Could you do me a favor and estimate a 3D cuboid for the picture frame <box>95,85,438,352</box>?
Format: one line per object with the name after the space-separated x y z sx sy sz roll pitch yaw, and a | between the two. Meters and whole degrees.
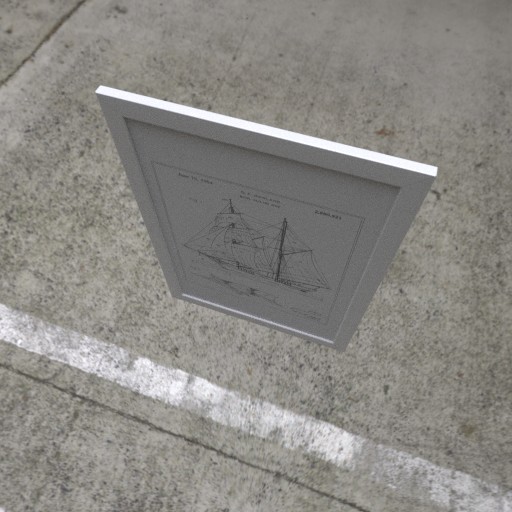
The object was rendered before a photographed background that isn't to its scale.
0.000 0.000 0.699 0.381 0.534 0.012 16 61 10 | picture frame
